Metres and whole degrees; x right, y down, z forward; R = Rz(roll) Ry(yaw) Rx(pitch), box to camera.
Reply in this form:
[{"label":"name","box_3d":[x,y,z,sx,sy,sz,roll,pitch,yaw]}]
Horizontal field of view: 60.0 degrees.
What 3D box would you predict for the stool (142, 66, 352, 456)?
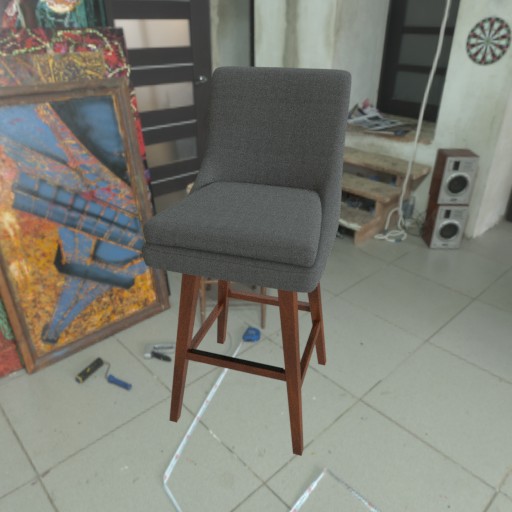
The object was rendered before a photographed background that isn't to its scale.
[{"label":"stool","box_3d":[0.000,0.000,1.291,0.447,0.977,0.524,8,29,15]}]
